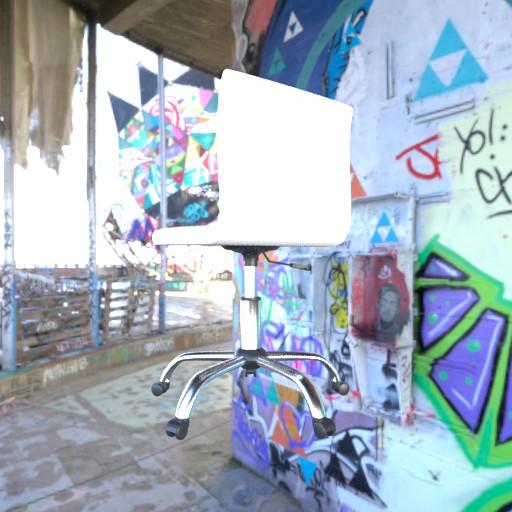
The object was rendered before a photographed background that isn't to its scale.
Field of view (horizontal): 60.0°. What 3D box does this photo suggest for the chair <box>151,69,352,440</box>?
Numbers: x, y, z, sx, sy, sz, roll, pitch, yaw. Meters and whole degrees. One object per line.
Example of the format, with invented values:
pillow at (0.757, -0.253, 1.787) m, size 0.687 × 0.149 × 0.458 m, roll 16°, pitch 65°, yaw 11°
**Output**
chair at (0.000, 0.000, 1.151) m, size 0.556 × 0.780 × 0.530 m, roll 0°, pitch 0°, yaw -36°
